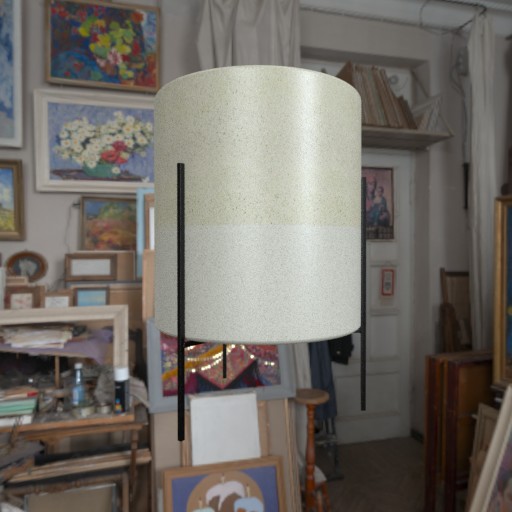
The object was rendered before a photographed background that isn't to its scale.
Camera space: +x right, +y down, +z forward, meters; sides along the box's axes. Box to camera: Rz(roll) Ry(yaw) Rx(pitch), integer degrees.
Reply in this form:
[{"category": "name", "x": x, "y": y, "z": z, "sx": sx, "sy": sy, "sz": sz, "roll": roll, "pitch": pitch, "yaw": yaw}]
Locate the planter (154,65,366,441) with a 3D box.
[{"category": "planter", "x": 0.000, "y": 0.000, "z": 0.711, "sx": 0.324, "sy": 0.483, "sz": 0.333, "roll": 1, "pitch": 1, "yaw": 37}]
